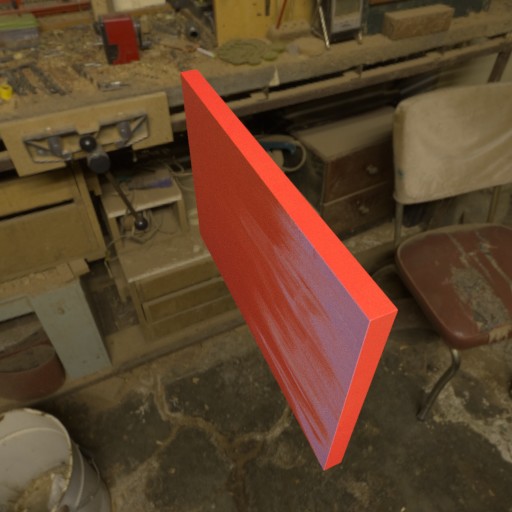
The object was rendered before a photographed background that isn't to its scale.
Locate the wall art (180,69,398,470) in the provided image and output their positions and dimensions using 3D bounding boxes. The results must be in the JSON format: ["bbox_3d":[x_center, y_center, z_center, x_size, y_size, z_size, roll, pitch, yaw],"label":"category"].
[{"bbox_3d":[0.000,0.000,0.764,0.033,0.405,0.607,-18,48,-17],"label":"wall art"}]
